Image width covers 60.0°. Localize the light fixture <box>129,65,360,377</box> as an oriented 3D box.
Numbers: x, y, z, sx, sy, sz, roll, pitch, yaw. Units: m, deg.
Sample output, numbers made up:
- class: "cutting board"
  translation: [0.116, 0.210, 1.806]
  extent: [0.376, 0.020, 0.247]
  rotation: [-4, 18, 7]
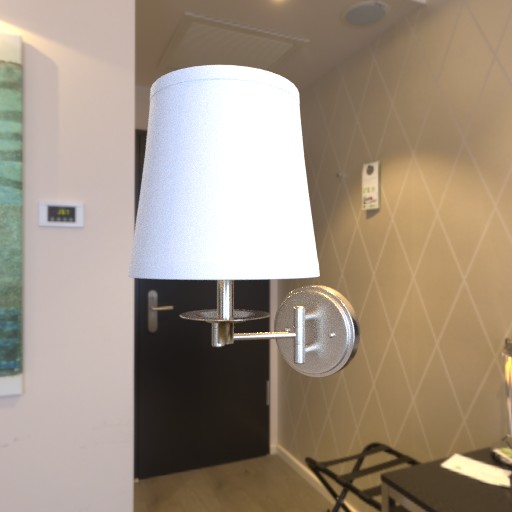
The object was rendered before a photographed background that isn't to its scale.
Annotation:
- class: "light fixture"
  translation: [0.000, 0.000, 0.581]
  extent: [0.223, 0.381, 0.348]
  rotation: [0, -1, 36]
